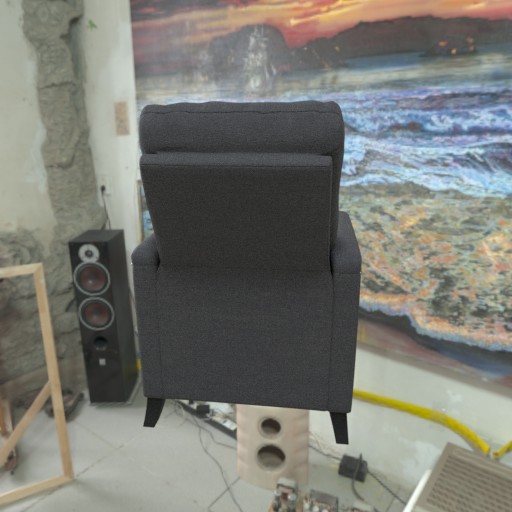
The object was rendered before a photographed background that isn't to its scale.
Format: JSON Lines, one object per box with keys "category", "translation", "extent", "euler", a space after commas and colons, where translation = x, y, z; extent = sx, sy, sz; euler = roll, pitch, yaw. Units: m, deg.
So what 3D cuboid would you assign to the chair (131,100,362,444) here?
{"category": "chair", "translation": [0.000, 0.000, 1.638], "extent": [0.710, 1.049, 0.922], "euler": [2, 16, 7]}
